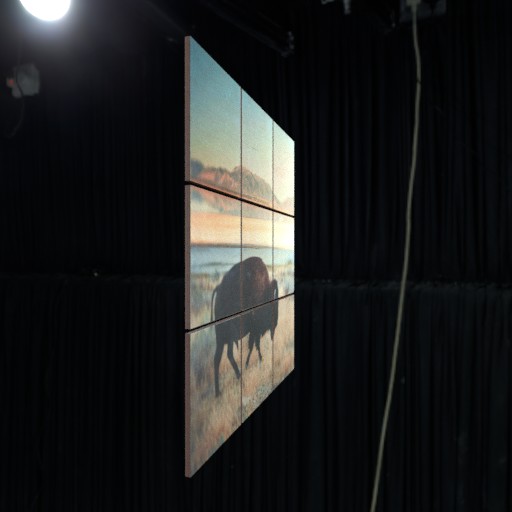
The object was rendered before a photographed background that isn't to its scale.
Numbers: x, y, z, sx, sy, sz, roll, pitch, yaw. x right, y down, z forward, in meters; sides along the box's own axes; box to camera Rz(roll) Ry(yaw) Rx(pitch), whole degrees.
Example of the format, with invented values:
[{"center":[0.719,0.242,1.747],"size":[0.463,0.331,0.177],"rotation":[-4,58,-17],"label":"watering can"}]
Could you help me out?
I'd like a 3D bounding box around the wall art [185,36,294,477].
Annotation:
[{"center":[0.000,0.000,1.340],"size":[0.018,0.904,0.906],"rotation":[0,0,18],"label":"wall art"}]
